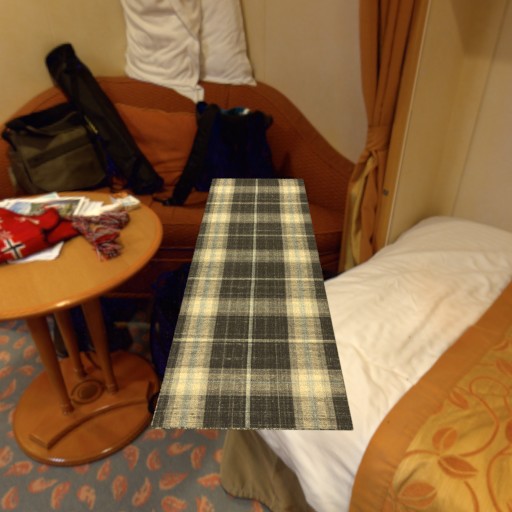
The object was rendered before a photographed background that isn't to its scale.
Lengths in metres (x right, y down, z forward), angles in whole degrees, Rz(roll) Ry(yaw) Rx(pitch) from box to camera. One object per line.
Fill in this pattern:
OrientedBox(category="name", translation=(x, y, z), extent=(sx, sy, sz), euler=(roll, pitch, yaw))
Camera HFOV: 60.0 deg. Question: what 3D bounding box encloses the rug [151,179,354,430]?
OrientedBox(category="rug", translation=(0.000, 0.000, 2.679), extent=(0.760, 0.012, 2.434), euler=(0, 32, 1))
